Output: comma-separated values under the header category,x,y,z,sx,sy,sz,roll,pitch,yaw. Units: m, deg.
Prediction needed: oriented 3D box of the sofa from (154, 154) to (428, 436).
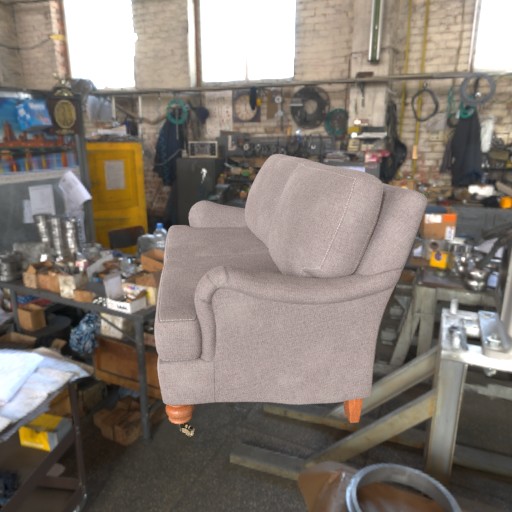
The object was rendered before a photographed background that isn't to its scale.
category,x,y,z,sx,sy,sz,roll,pitch,yaw
sofa,0.000,0.000,2.592,1.084,1.101,1.853,-2,16,-9
